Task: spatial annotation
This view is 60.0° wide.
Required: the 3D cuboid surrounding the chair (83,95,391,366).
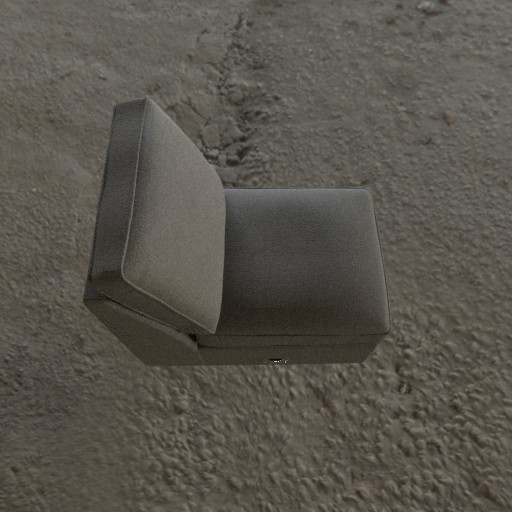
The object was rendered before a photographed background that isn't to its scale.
[{"bbox_3d":[0.000,0.000,1.607,0.938,0.970,0.621,-1,63,0],"label":"chair"}]
